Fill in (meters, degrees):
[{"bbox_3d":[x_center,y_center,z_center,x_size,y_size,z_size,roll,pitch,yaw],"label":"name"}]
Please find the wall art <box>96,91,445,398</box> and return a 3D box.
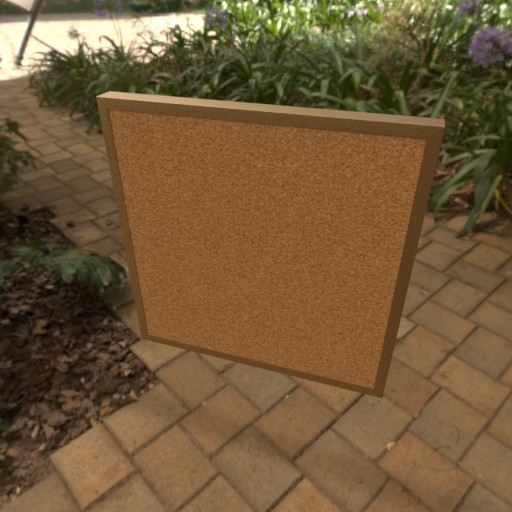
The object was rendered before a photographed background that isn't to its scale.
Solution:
[{"bbox_3d":[0.000,0.000,0.773,0.510,0.509,0.037,10,34,15],"label":"wall art"}]
